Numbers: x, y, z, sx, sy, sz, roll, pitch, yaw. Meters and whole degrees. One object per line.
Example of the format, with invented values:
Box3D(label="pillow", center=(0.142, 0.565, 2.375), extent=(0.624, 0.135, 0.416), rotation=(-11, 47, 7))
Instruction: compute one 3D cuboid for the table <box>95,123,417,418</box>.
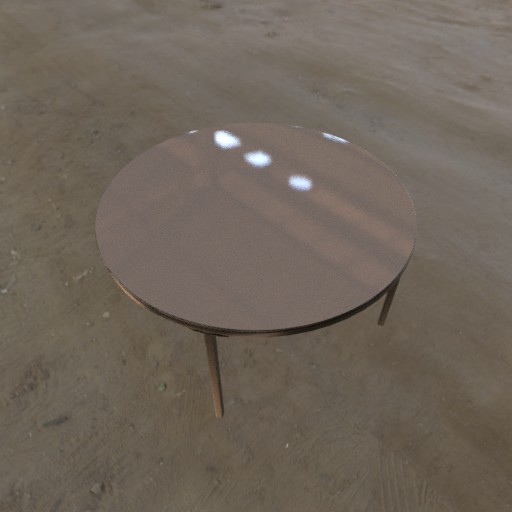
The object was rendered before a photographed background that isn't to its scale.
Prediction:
Box3D(label="table", center=(0.000, 0.000, 1.274), extent=(0.800, 0.400, 0.800), rotation=(0, 45, 0))
